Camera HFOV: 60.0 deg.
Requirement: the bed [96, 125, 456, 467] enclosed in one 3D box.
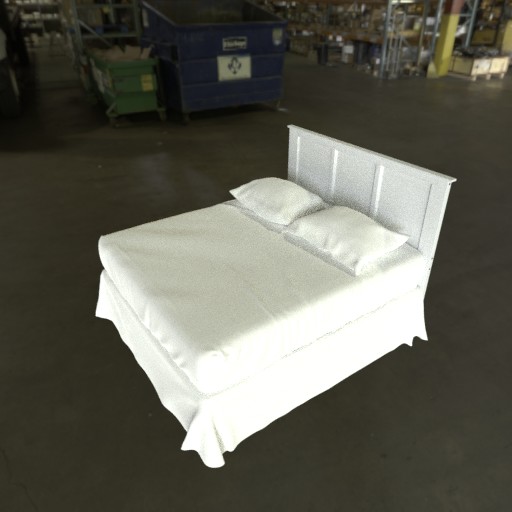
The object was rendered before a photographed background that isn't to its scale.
[{"bbox_3d":[0.000,0.000,3.234,2.047,1.269,1.876,-20,36,-30],"label":"bed"}]
